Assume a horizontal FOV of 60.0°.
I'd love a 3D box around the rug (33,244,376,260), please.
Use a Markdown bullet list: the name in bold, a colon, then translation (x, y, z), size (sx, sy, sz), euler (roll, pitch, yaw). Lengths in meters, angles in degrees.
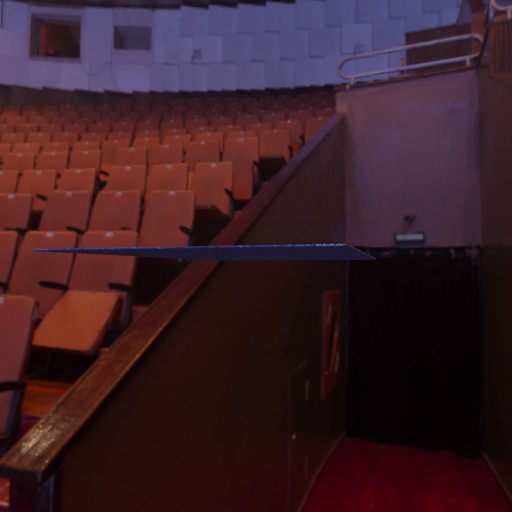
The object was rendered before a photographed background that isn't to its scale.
- **rug**: translation (0.000, 0.000, 2.252), size (1.102, 0.008, 1.795), euler (-1, -2, 18)
